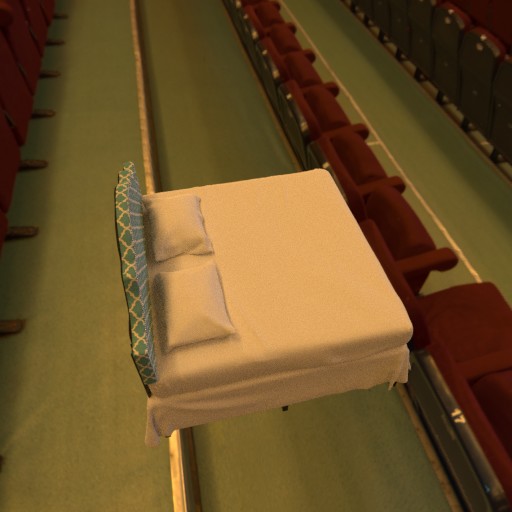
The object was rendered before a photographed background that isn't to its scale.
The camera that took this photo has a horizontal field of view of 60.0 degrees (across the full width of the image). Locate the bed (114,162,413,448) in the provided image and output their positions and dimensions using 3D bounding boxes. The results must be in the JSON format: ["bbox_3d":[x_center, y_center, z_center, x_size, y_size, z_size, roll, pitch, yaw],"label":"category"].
[{"bbox_3d":[0.000,0.000,3.756,2.222,1.601,2.314,-10,49,-9],"label":"bed"}]
